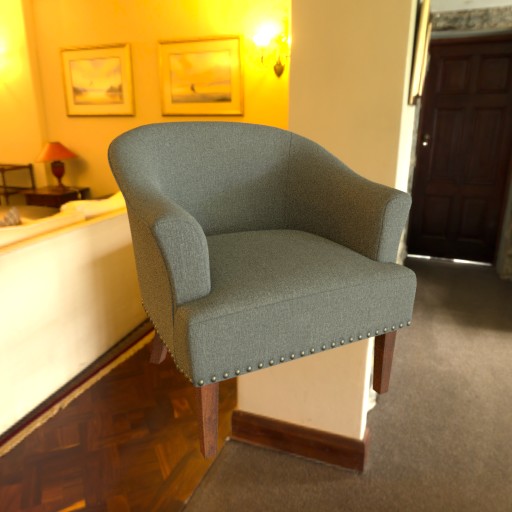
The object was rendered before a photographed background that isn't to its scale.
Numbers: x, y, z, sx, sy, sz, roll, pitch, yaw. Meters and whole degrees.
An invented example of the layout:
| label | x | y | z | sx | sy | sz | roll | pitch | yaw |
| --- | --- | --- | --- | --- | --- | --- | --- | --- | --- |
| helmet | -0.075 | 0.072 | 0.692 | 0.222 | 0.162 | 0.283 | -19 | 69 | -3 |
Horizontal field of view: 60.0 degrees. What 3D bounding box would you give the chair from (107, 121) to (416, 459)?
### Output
| label | x | y | z | sx | sy | sz | roll | pitch | yaw |
| --- | --- | --- | --- | --- | --- | --- | --- | --- | --- |
| chair | 0.000 | 0.000 | 1.400 | 0.798 | 0.815 | 0.704 | -9 | 19 | -27 |
